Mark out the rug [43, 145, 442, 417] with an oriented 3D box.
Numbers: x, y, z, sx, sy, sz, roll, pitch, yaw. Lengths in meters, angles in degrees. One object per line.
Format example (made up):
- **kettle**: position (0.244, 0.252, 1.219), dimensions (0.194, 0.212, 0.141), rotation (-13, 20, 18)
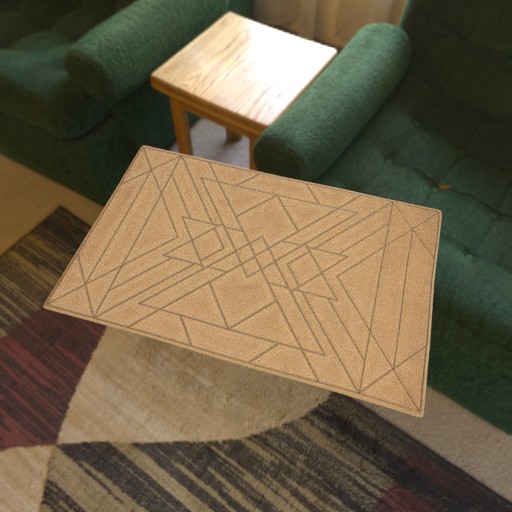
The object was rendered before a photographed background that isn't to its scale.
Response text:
- **rug**: position (0.000, 0.000, 3.127), dimensions (2.459, 0.023, 1.575), rotation (14, 58, 9)
